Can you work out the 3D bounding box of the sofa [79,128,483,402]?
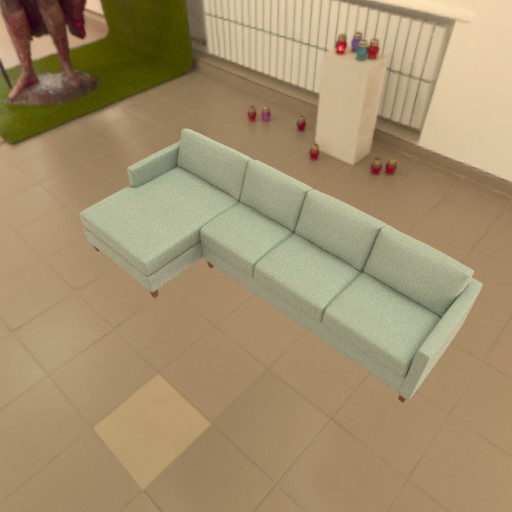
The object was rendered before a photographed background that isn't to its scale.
[{"bbox_3d":[0.000,0.000,4.095,3.470,0.953,1.600,33,53,29],"label":"sofa"}]
